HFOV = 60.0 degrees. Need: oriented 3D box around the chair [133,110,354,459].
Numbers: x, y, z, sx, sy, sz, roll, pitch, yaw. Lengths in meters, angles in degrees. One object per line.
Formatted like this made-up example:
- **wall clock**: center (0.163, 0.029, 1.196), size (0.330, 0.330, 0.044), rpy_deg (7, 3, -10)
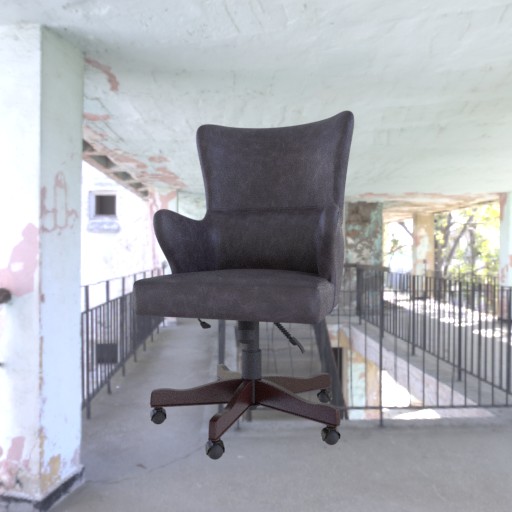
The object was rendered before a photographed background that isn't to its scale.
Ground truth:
- **chair**: center (0.000, 0.000, 1.449), size (0.594, 1.037, 0.717), rpy_deg (0, 0, 18)
